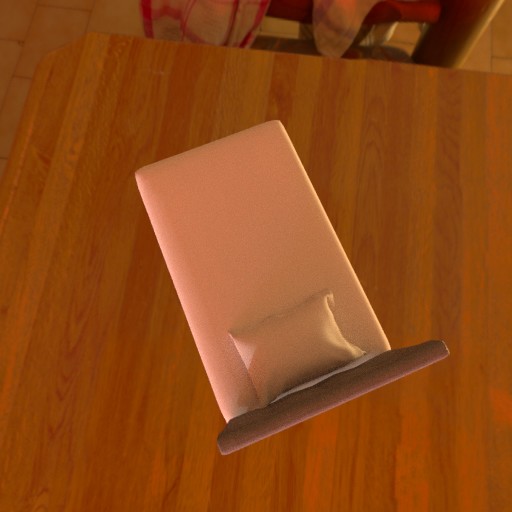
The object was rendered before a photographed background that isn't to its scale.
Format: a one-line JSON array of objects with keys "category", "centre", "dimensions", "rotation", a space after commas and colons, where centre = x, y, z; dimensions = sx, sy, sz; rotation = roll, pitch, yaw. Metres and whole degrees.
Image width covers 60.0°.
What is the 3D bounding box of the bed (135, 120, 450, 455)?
[{"category": "bed", "centre": [0.000, 0.000, 2.972], "dimensions": [1.261, 1.571, 1.997], "rotation": [-22, 75, -6]}]
